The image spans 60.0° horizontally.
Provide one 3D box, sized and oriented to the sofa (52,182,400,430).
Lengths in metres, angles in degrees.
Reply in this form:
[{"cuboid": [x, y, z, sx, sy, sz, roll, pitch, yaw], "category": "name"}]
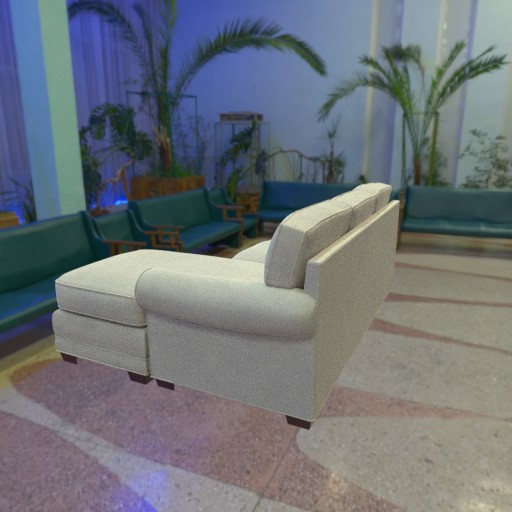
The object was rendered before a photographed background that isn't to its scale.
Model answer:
[{"cuboid": [0.000, 0.000, 2.389, 1.226, 0.734, 1.770, 7, 16, 25], "category": "sofa"}]
